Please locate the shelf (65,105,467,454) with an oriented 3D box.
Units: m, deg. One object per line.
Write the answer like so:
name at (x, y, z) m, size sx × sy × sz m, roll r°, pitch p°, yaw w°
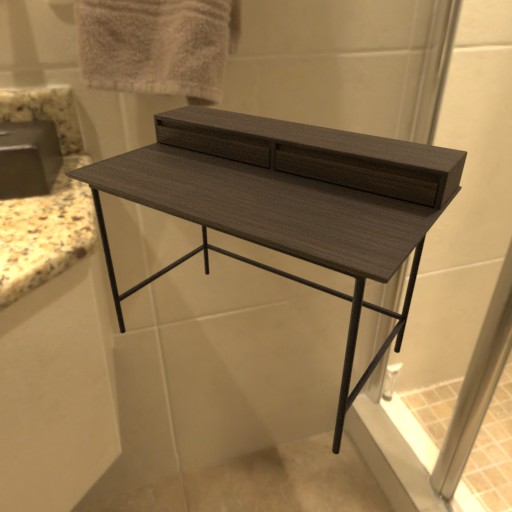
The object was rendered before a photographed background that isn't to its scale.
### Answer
shelf at (0.000, 0.000, 1.709) m, size 1.212 × 0.865 × 0.685 m, roll 20°, pitch 36°, yaw 29°
